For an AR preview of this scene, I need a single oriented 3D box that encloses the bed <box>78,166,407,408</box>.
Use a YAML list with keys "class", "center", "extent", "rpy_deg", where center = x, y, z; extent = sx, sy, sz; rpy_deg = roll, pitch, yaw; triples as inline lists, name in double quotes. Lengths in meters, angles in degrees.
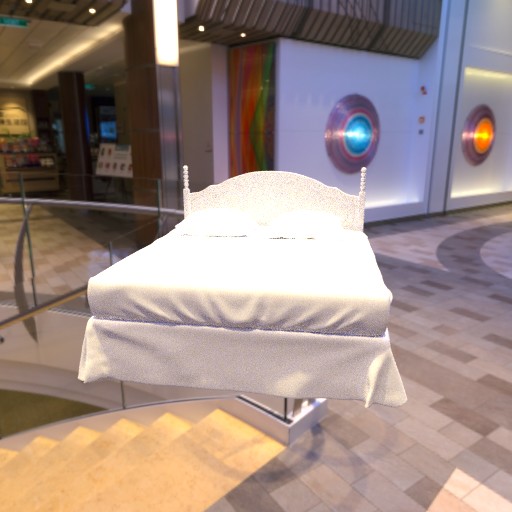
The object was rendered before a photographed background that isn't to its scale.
- class: "bed"
  center: [0.000, 0.000, 3.738]
  extent: [2.322, 1.355, 2.219]
  rpy_deg: [2, 15, 9]
